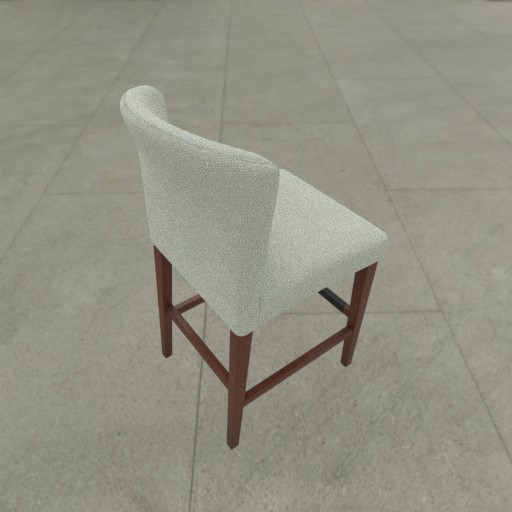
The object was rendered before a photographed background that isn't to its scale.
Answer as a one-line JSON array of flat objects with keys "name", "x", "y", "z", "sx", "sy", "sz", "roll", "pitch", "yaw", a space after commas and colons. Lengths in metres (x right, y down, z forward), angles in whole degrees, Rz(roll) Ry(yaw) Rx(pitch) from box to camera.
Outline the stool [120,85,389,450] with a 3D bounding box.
[{"name": "stool", "x": 0.000, "y": 0.000, "z": 1.263, "sx": 0.568, "sy": 0.969, "sz": 0.481, "roll": -26, "pitch": 47, "yaw": -27}]
